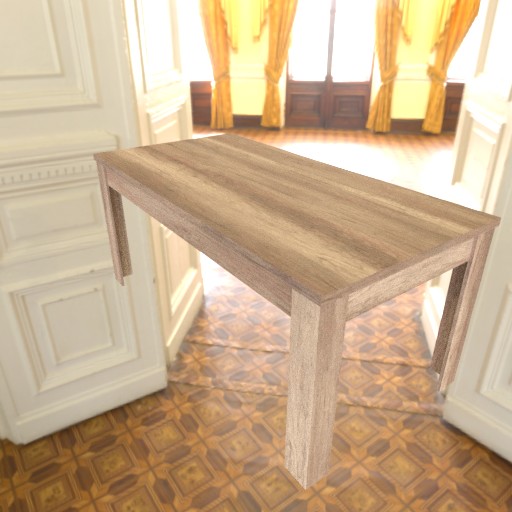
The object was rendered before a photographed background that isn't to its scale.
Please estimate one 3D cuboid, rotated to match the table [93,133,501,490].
[{"bbox_3d":[0.000,0.000,2.206,0.900,0.790,1.800,-19,33,-32],"label":"table"}]
